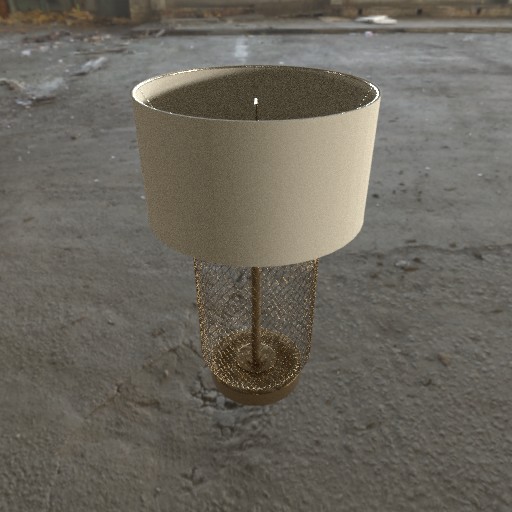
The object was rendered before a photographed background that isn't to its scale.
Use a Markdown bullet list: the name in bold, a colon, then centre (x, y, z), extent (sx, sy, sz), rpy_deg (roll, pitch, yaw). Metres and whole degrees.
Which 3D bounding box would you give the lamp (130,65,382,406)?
- **lamp**: centre (0.000, 0.000, 0.793), extent (0.353, 0.578, 0.353), rpy_deg (0, 33, 0)
